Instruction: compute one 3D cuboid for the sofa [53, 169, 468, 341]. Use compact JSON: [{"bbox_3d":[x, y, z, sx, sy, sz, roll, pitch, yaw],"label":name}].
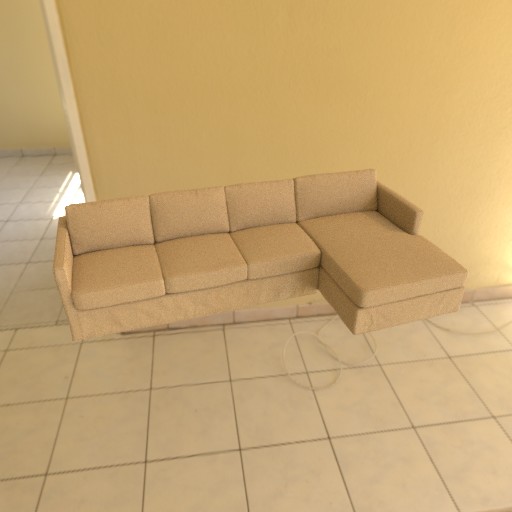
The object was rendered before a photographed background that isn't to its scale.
[{"bbox_3d":[0.000,0.000,3.839,3.177,0.867,1.622,-10,32,-16],"label":"sofa"}]
